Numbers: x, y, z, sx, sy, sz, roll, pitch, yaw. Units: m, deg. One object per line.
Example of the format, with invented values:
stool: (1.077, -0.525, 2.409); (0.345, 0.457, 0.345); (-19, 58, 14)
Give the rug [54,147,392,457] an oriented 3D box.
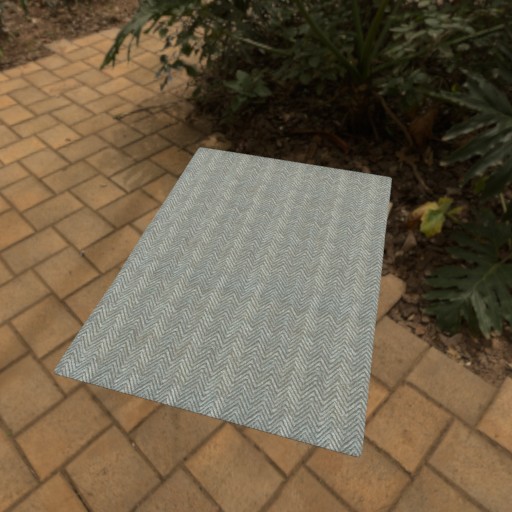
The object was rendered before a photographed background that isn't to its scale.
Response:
rug: (0.000, 0.000, 5.225); (2.894, 0.011, 3.957); (11, 48, 11)
